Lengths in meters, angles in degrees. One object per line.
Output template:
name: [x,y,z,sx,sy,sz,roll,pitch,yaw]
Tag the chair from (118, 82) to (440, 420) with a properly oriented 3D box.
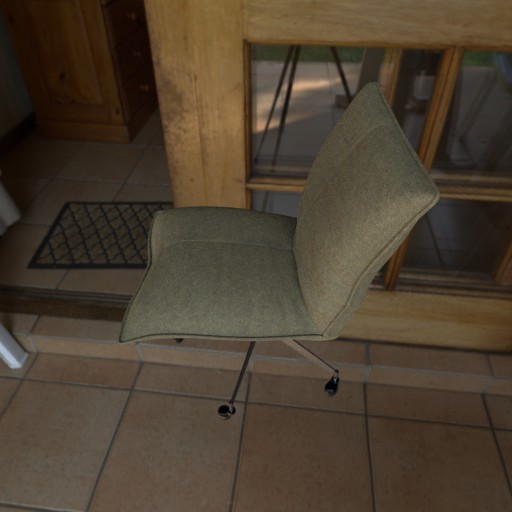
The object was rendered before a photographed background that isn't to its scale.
chair: [0.000,0.000,1.277,0.696,0.811,0.597,1,41,1]
